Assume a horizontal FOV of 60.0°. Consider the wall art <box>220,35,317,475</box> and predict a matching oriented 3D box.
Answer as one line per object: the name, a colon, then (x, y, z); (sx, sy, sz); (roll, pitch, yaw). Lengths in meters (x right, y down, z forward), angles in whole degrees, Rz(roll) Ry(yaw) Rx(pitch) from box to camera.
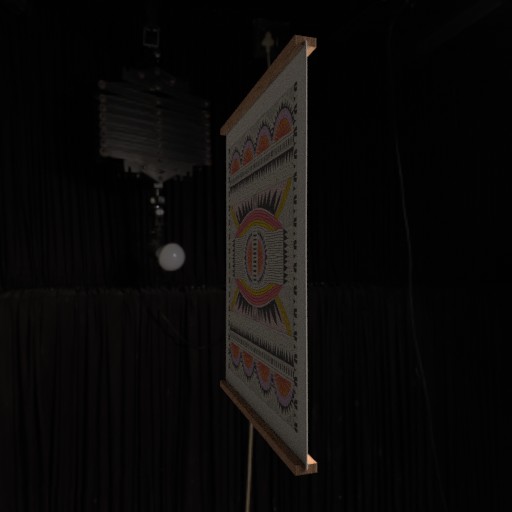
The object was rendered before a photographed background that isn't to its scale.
wall art: (0.000, 0.000, 0.725); (0.028, 0.527, 0.403); (0, -1, -18)
